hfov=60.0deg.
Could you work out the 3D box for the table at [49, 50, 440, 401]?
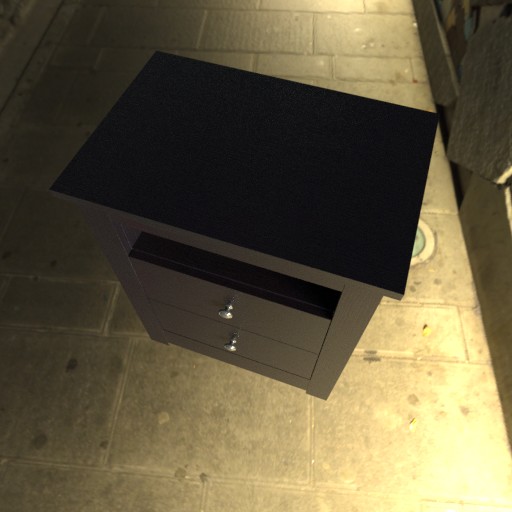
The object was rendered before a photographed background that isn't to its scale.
[{"bbox_3d":[0.000,0.000,1.085,0.589,0.711,0.408,17,60,10],"label":"table"}]
